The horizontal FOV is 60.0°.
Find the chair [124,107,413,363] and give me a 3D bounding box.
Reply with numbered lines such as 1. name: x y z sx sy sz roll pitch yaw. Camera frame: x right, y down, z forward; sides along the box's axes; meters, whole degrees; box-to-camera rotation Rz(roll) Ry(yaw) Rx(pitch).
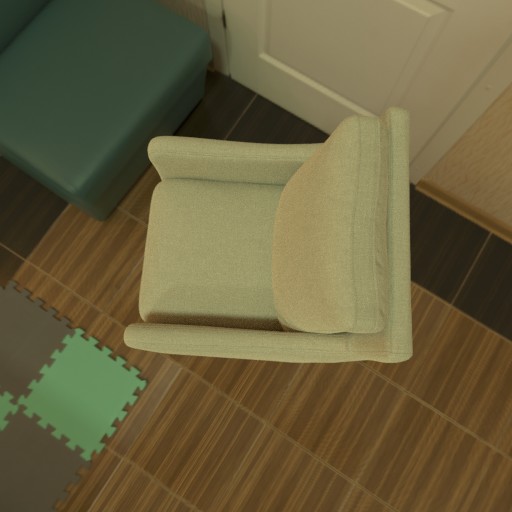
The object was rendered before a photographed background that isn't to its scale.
1. chair: 0.000 0.000 1.372 0.694 0.914 0.626 4 77 1
